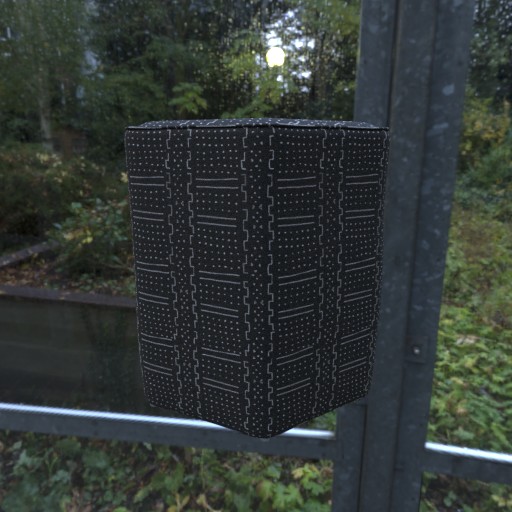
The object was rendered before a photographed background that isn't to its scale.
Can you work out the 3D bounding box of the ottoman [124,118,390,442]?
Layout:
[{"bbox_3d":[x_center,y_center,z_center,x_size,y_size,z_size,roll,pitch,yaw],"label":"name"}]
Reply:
[{"bbox_3d":[0.000,0.000,0.881,0.494,0.502,0.443,7,15,25],"label":"ottoman"}]
